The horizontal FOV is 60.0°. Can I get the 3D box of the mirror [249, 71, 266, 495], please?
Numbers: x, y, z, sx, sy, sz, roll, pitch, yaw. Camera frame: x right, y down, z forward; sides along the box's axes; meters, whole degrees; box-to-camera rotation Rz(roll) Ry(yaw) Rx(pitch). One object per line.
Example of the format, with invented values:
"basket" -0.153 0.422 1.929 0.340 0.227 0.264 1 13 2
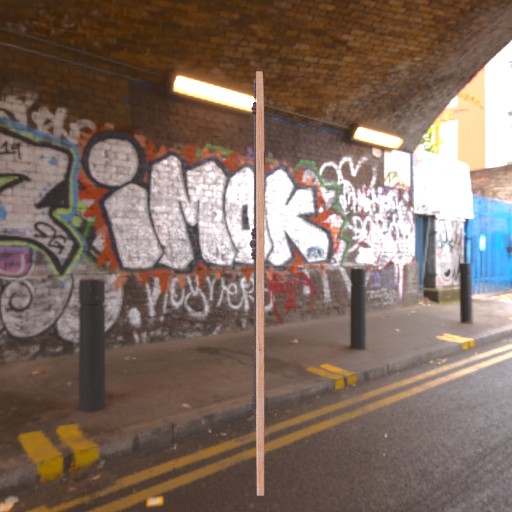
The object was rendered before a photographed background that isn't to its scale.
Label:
"mirror" 0.000 0.000 1.152 0.032 0.915 0.609 0 0 0
